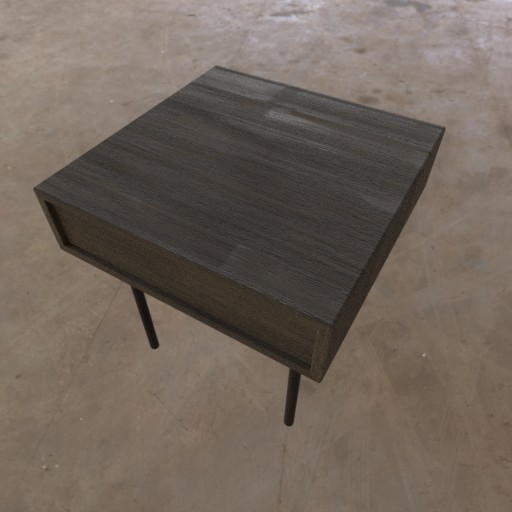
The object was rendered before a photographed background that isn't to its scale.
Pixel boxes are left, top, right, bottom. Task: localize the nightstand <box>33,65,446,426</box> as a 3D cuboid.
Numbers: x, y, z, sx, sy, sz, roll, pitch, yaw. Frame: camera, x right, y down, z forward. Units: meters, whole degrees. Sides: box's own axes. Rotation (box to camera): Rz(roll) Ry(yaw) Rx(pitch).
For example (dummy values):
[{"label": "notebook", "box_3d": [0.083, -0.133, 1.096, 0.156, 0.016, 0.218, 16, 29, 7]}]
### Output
[{"label": "nightstand", "box_3d": [0.000, 0.000, 0.920, 0.502, 0.497, 0.503, 23, 51, 20]}]
